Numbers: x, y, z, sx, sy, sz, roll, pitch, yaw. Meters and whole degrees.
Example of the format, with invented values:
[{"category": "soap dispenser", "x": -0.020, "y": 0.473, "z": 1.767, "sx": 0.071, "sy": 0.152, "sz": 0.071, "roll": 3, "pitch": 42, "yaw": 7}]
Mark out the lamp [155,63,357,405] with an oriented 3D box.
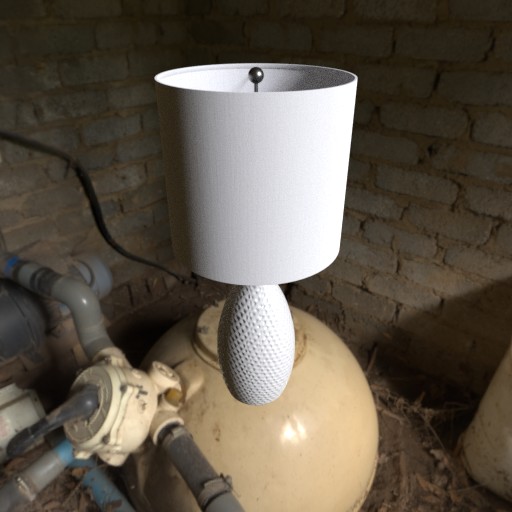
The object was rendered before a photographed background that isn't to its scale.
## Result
[{"category": "lamp", "x": 0.000, "y": 0.000, "z": 0.589, "sx": 0.214, "sy": 0.466, "sz": 0.214, "roll": 1, "pitch": 30, "yaw": 1}]
